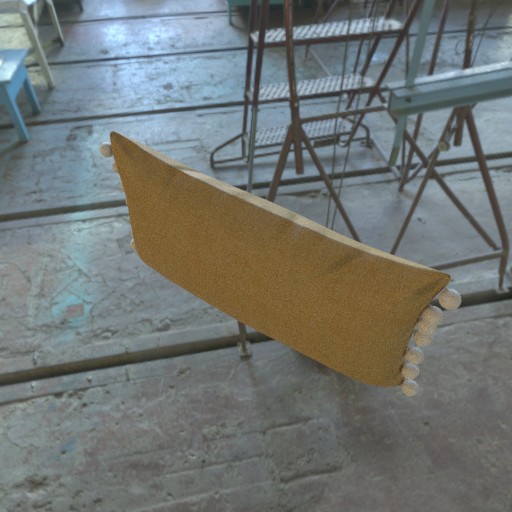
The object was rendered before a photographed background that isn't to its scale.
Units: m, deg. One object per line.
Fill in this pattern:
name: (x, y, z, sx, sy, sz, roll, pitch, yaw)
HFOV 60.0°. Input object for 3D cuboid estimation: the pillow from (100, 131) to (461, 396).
pillow: (0.000, 0.000, 0.837, 0.709, 0.322, 0.201, 25, 51, 22)
